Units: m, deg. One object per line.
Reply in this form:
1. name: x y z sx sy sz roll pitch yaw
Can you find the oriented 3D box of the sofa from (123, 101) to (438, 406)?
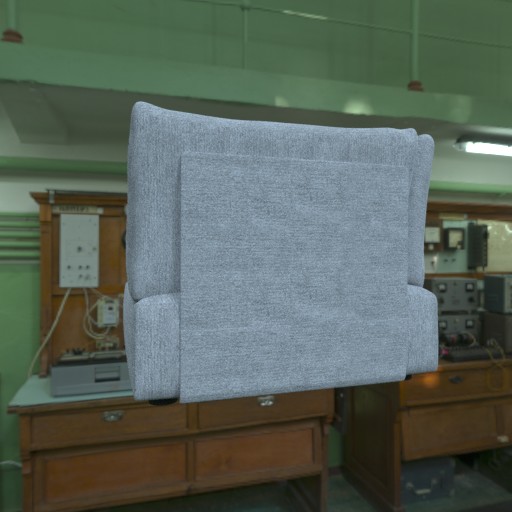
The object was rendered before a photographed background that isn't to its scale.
1. sofa: 0.000 0.000 1.744 1.000 0.820 1.000 0 0 -18
